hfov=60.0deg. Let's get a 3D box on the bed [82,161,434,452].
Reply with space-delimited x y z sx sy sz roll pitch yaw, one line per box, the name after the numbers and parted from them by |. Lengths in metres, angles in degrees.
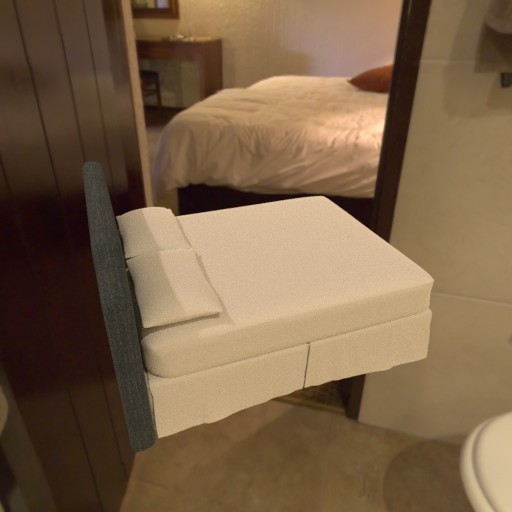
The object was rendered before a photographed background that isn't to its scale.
0.000 0.000 3.331 2.208 1.297 1.828 -11 31 -18 | bed
